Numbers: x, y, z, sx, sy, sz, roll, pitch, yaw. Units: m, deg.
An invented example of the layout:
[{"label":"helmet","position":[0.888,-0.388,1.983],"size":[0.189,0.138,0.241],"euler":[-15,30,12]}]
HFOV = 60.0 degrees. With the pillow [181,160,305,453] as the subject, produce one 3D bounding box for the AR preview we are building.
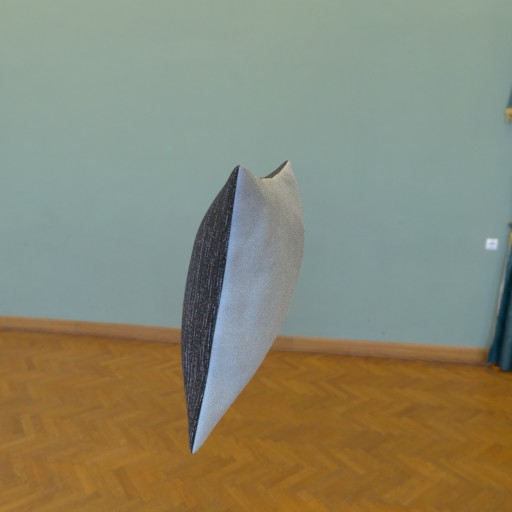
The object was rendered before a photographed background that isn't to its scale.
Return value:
[{"label":"pillow","position":[0.000,0.000,0.734],"size":[0.156,0.305,0.608],"euler":[2,13,8]}]
